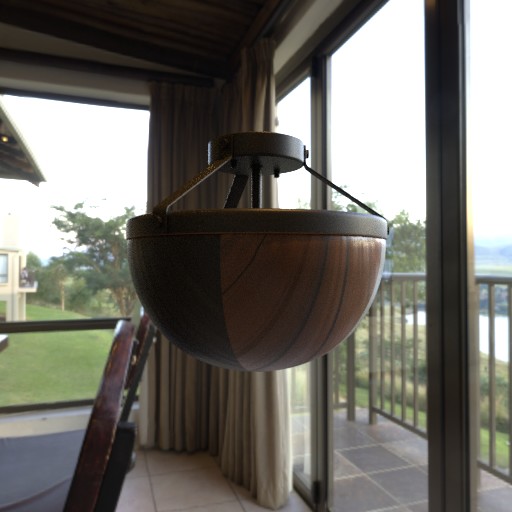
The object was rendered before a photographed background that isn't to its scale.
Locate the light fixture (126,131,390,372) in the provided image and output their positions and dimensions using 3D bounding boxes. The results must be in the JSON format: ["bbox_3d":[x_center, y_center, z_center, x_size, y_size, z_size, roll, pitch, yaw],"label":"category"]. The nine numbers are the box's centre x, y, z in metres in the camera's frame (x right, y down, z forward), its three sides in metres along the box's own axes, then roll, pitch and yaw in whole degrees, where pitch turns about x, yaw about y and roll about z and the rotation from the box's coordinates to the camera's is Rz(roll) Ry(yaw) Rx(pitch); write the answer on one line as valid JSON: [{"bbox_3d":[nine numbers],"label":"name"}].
[{"bbox_3d":[0.000,0.000,0.536,0.304,0.269,0.304,0,-1,0],"label":"light fixture"}]
